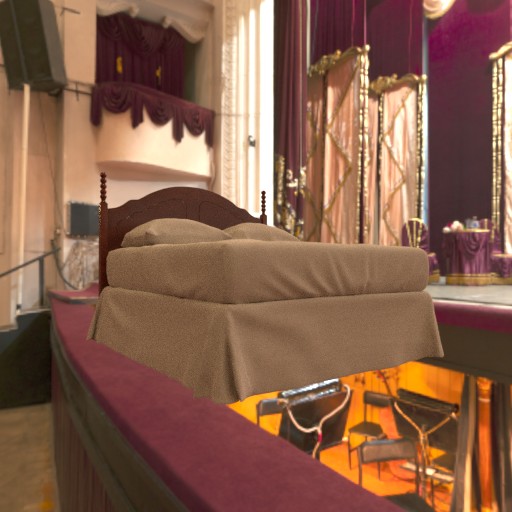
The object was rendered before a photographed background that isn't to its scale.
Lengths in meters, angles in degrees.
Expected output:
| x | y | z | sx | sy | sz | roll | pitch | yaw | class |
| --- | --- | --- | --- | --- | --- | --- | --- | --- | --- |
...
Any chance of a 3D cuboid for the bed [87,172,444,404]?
| x | y | z | sx | sy | sz | roll | pitch | yaw | class |
| --- | --- | --- | --- | --- | --- | --- | --- | --- | --- |
| 0.000 | 0.000 | 3.218 | 1.873 | 1.356 | 2.040 | 0 | -1 | -35 | bed |
